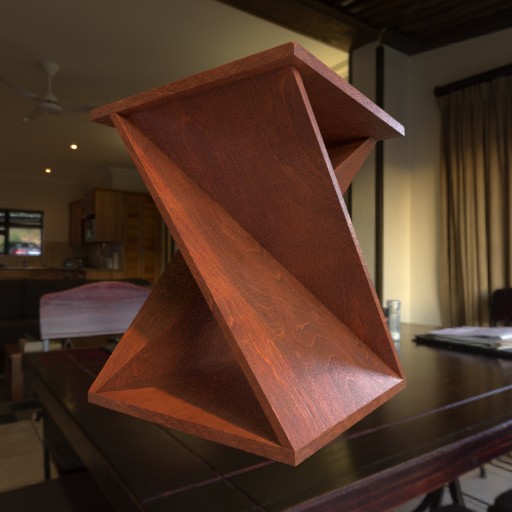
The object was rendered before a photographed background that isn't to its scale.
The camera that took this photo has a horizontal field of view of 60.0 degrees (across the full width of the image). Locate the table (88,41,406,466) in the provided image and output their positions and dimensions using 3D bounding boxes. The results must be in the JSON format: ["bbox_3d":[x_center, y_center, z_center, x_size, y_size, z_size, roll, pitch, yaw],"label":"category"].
[{"bbox_3d":[0.000,0.000,0.838,0.427,0.520,0.427,-1,-1,36],"label":"table"}]
